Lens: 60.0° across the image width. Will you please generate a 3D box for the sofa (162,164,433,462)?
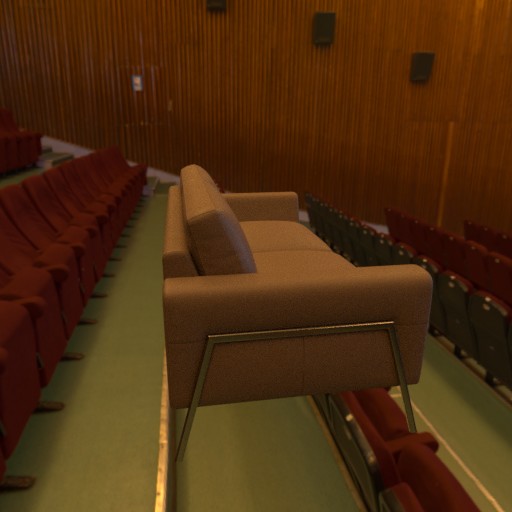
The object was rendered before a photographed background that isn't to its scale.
[{"bbox_3d":[0.000,0.000,2.466,0.953,0.875,2.017,-3,17,-9],"label":"sofa"}]
